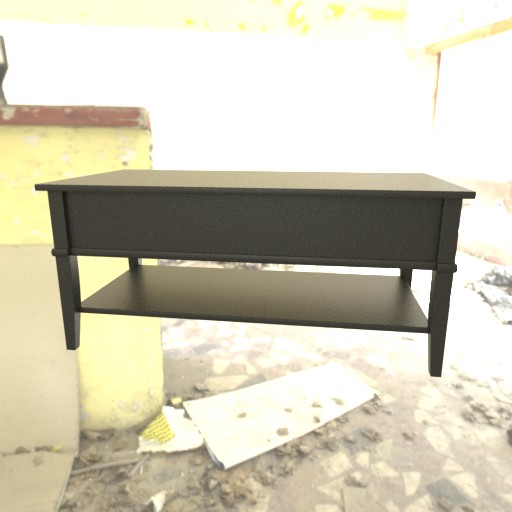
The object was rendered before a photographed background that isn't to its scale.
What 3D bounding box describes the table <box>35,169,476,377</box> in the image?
[{"bbox_3d":[0.000,0.000,1.345,1.044,0.470,0.523,2,15,8],"label":"table"}]
